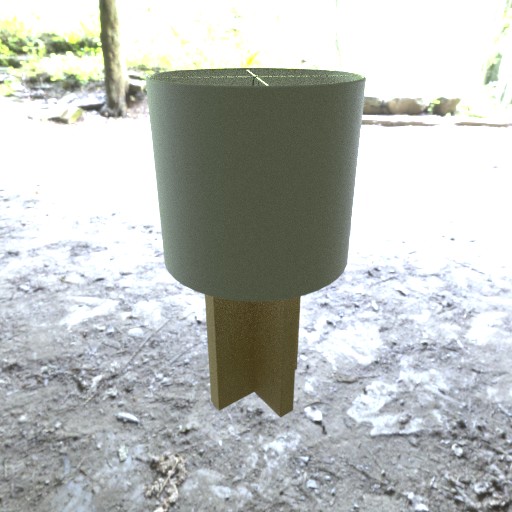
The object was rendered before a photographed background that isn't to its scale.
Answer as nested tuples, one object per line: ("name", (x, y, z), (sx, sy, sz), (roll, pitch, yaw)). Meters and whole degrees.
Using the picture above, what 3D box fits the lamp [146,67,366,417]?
("lamp", (0.000, 0.000, 0.564), (0.229, 0.428, 0.229), (-18, 32, -32))
